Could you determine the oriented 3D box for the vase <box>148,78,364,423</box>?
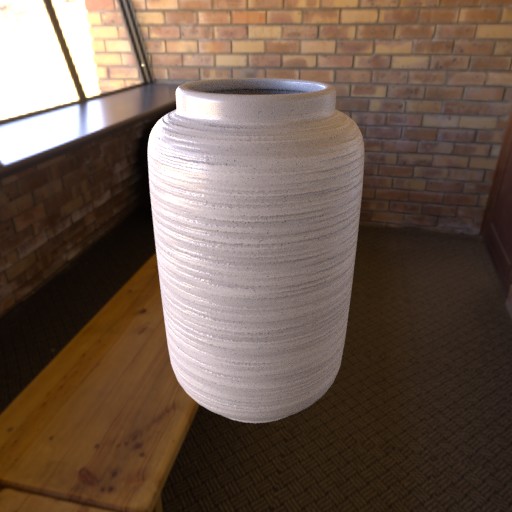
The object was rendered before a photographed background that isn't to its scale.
[{"bbox_3d":[0.000,0.000,0.464,0.202,0.335,0.202,0,27,0],"label":"vase"}]
